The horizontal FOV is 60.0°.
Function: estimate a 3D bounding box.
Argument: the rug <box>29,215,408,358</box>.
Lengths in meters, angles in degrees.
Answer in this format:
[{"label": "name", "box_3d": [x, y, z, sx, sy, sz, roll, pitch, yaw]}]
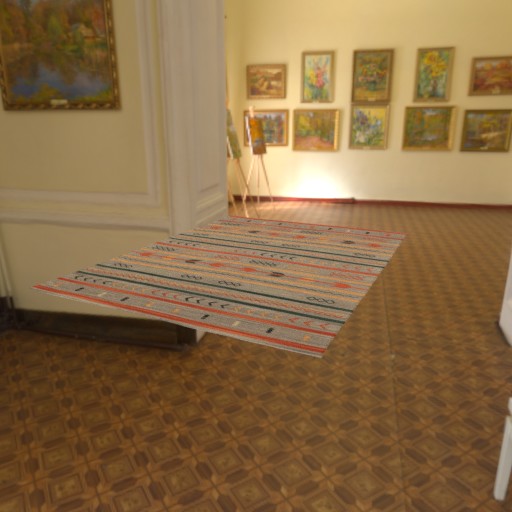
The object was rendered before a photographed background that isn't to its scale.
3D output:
[{"label": "rug", "box_3d": [0.000, 0.000, 4.085, 2.263, 0.022, 3.029, 8, 19, 25]}]
